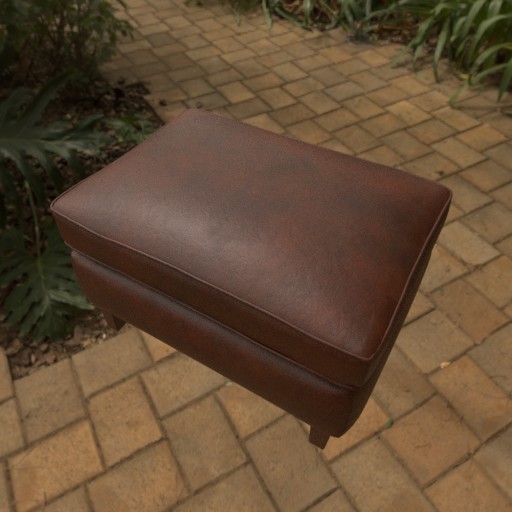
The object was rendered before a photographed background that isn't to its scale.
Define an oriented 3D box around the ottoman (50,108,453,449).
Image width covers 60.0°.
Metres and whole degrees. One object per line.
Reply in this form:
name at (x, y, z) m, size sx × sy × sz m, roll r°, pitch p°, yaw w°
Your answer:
ottoman at (0.000, 0.000, 0.969) m, size 0.665 × 0.432 × 0.501 m, roll 23°, pitch 50°, yaw 21°
